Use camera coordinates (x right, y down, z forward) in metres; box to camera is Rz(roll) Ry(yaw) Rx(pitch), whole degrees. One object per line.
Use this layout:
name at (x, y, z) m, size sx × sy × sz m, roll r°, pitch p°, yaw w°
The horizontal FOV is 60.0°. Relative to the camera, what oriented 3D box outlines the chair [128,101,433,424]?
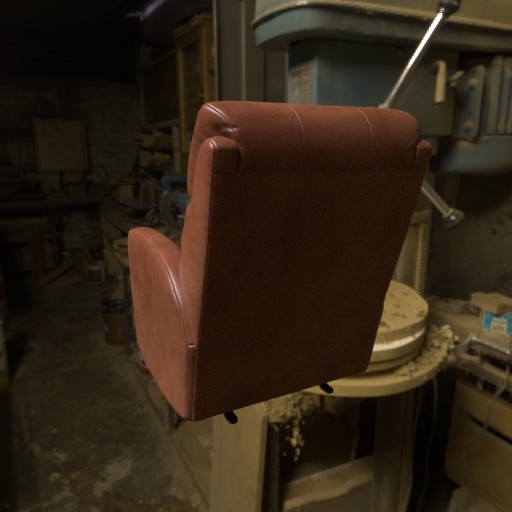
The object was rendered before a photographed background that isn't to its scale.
chair at (0.000, 0.000, 1.655) m, size 0.787 × 1.016 × 0.939 m, roll -7°, pitch 16°, yaw -27°
